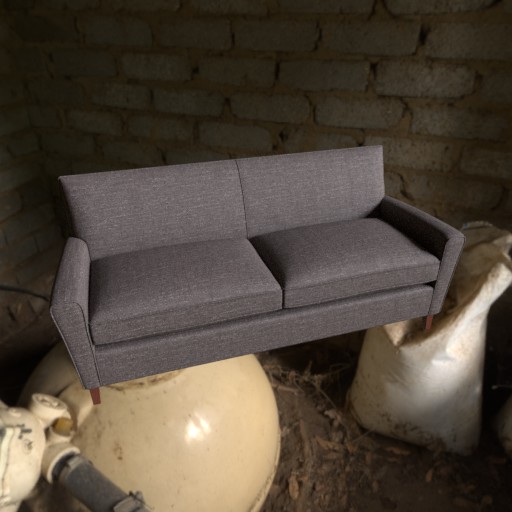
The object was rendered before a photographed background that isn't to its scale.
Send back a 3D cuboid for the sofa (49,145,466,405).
[{"bbox_3d":[0.000,0.000,2.425,1.976,0.846,0.875,-9,32,-15],"label":"sofa"}]
